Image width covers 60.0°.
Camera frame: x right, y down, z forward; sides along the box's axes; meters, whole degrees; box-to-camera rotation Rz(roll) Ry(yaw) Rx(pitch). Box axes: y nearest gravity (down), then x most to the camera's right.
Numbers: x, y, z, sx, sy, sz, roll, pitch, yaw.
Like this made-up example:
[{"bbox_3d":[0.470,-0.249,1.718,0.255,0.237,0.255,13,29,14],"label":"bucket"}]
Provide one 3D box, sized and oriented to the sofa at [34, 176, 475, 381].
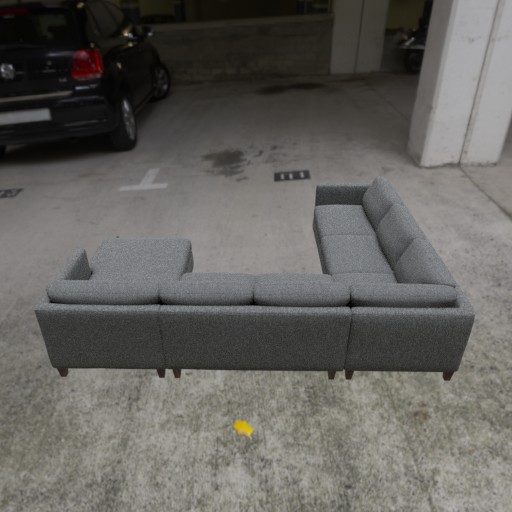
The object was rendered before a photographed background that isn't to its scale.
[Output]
[{"bbox_3d":[0.000,0.000,4.400,3.238,0.853,2.551,0,31,1],"label":"sofa"}]
